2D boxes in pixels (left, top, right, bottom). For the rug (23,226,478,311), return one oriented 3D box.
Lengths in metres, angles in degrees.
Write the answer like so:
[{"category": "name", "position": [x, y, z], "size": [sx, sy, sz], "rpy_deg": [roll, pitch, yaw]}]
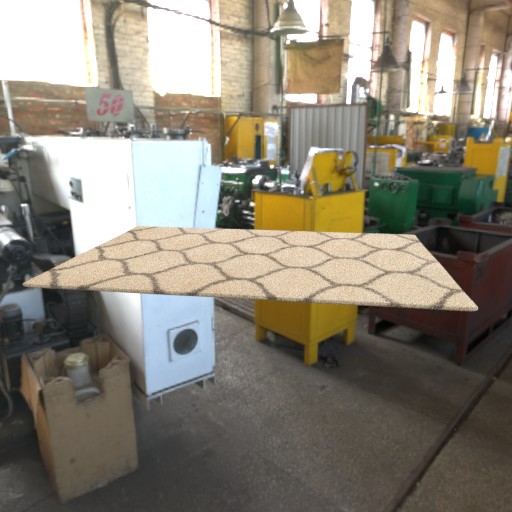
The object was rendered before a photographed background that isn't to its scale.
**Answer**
[{"category": "rug", "position": [0.000, 0.000, 3.429], "size": [2.701, 0.026, 1.801], "rpy_deg": [2, 16, 8]}]
